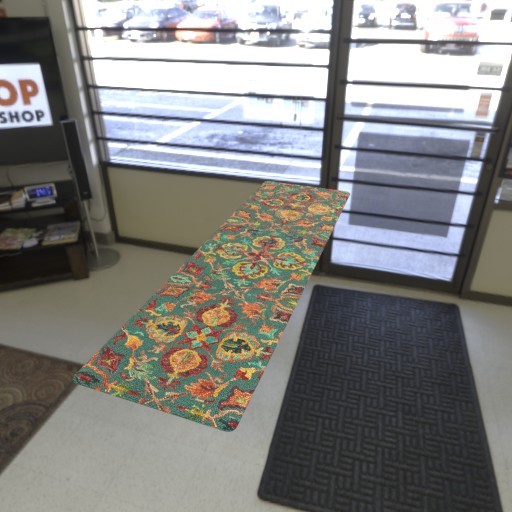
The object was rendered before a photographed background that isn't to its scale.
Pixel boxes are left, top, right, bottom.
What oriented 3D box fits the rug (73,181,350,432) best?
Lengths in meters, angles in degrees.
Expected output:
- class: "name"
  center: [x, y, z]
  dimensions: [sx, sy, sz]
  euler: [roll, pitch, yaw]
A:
- class: "rug"
  center: [0.000, 0.000, 2.528]
  dimensions: [0.686, 0.013, 2.286]
  euler: [11, 32, 17]
